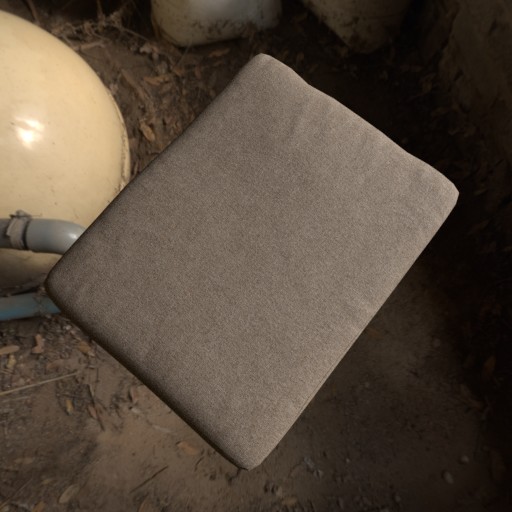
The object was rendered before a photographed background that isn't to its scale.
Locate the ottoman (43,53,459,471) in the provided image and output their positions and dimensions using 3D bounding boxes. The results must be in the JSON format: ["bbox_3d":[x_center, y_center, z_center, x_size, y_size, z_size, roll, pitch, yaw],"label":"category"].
[{"bbox_3d":[0.000,0.000,1.296,0.692,0.511,0.889,38,79,9],"label":"ottoman"}]
